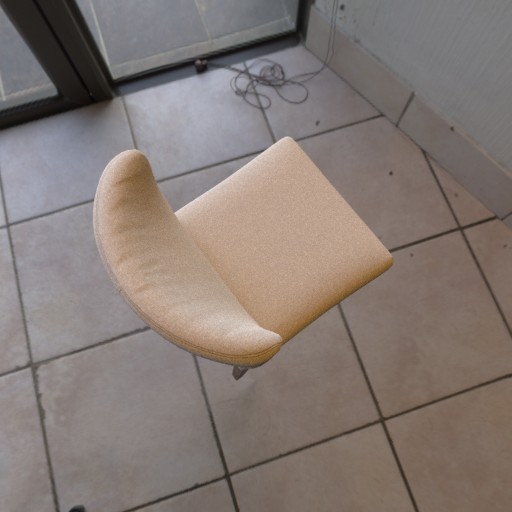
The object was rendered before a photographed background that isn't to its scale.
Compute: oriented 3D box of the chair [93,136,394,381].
[{"bbox_3d":[0.000,0.000,1.194,0.592,0.839,0.491,-36,77,-9],"label":"chair"}]
